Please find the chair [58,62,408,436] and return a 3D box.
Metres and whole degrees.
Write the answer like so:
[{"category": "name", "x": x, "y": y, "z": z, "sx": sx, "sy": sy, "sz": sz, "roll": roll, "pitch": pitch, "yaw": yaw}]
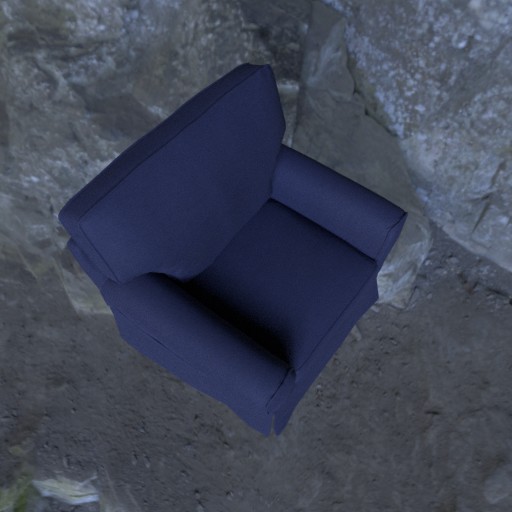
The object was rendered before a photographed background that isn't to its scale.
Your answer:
[{"category": "chair", "x": 0.000, "y": 0.000, "z": 1.952, "sx": 1.002, "sy": 1.140, "sz": 1.119, "roll": 33, "pitch": 63, "yaw": 19}]
